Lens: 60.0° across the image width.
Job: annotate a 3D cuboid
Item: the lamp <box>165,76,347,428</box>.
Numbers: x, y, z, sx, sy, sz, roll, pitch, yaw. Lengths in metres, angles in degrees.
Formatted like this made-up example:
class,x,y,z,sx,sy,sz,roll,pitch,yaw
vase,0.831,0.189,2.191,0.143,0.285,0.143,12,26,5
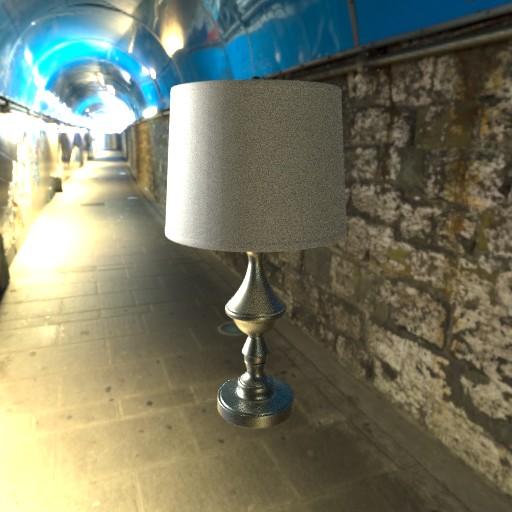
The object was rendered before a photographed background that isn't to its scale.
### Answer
class,x,y,z,sx,sy,sz,roll,pitch,yaw
lamp,0.000,0.000,0.966,0.383,0.733,0.383,0,15,0
